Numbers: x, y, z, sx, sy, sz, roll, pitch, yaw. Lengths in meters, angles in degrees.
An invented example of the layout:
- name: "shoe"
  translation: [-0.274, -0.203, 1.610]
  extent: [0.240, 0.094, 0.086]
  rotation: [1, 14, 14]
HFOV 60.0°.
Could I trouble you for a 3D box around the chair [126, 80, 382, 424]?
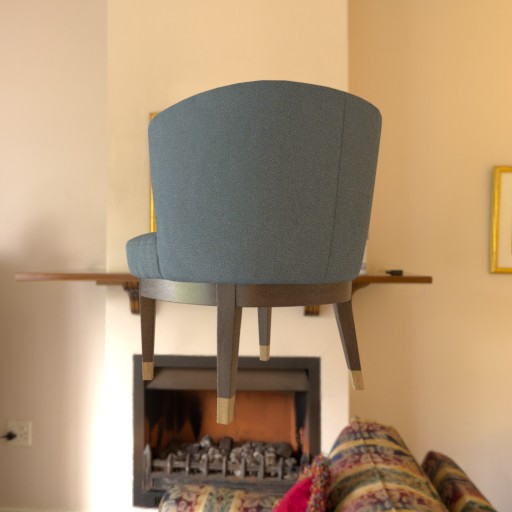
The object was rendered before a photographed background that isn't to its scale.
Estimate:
- name: "chair"
  translation: [0.000, 0.000, 1.294]
  extent: [0.661, 0.760, 0.702]
  rotation: [0, -1, -36]
